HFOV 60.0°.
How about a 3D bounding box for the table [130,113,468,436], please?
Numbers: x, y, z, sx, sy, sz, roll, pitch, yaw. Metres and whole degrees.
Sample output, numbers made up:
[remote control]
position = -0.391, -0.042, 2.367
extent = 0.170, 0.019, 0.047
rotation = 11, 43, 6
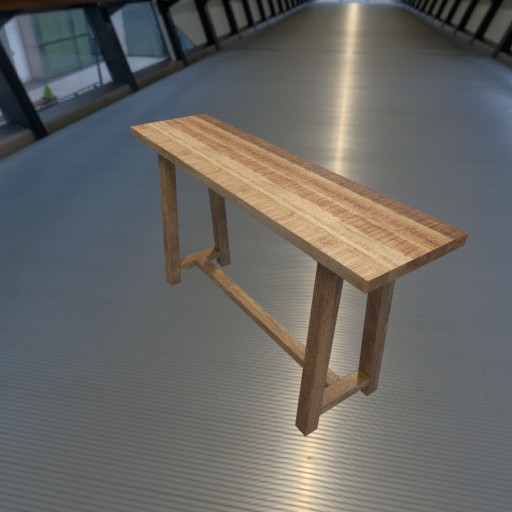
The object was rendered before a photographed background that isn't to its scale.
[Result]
[table]
position = 0.000, 0.000, 1.902
extent = 0.405, 0.810, 1.524
rotation = -21, 38, -29
